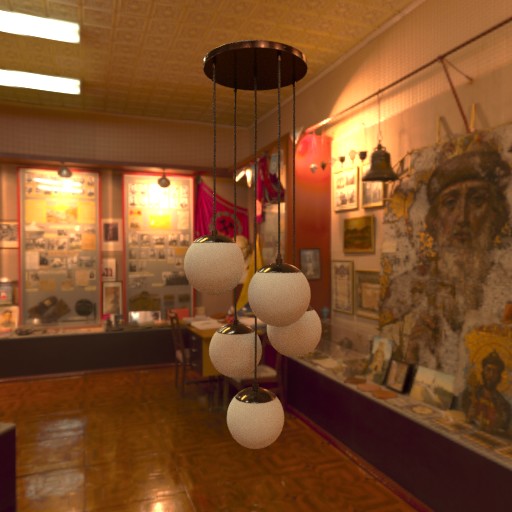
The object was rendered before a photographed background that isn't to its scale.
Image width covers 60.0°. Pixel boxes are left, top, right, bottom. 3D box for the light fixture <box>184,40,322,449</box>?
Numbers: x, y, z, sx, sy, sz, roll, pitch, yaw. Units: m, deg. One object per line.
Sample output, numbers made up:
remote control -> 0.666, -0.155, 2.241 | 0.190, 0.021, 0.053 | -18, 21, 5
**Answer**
light fixture -> 0.000, 0.000, 1.480 | 0.489, 1.271, 0.484 | 0, 0, -19
